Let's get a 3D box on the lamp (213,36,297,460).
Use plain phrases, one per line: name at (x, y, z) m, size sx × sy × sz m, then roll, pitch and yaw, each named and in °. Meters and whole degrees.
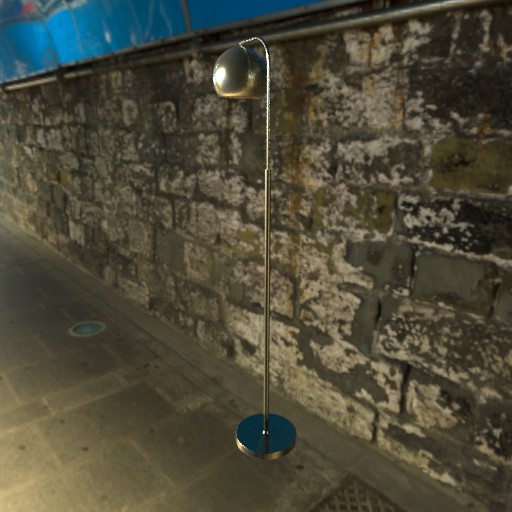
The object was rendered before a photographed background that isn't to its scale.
lamp at (0.000, 0.000, 1.690) m, size 0.250 × 1.526 × 0.431 m, roll -8°, pitch 18°, yaw -26°
